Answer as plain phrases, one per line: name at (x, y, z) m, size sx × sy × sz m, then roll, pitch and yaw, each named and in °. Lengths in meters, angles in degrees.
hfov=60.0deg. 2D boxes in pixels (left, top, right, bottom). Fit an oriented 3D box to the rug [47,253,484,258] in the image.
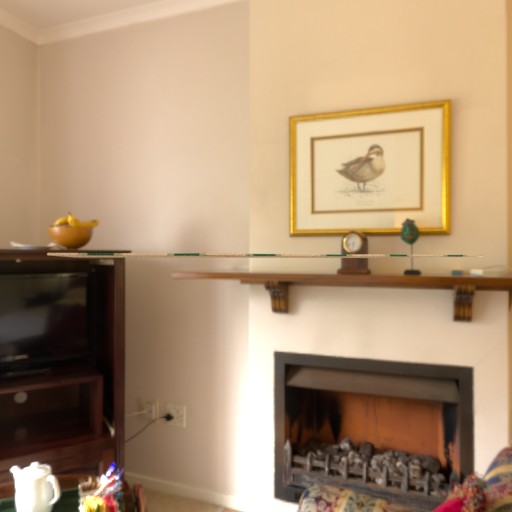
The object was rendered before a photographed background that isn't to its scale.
rug at (0.000, 0.000, 3.057) m, size 2.436 × 0.015 × 1.521 m, roll 0°, pitch -1°, yaw -18°
